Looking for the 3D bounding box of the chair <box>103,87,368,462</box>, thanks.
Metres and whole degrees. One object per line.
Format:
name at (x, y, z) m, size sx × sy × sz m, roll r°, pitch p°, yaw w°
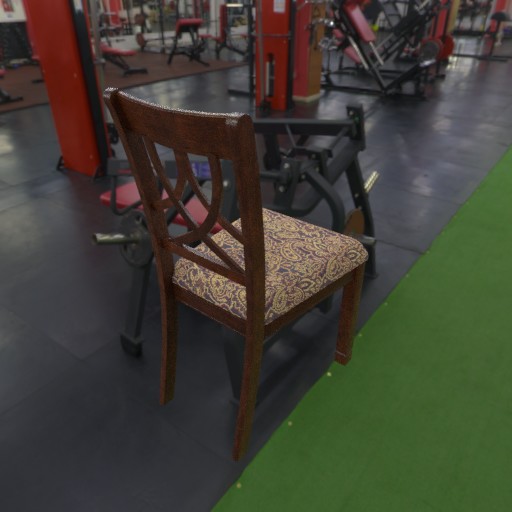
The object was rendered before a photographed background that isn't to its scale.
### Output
chair at (0.000, 0.000, 1.294) m, size 0.457 × 0.965 × 0.584 m, roll 23°, pitch 38°, yaw 33°
